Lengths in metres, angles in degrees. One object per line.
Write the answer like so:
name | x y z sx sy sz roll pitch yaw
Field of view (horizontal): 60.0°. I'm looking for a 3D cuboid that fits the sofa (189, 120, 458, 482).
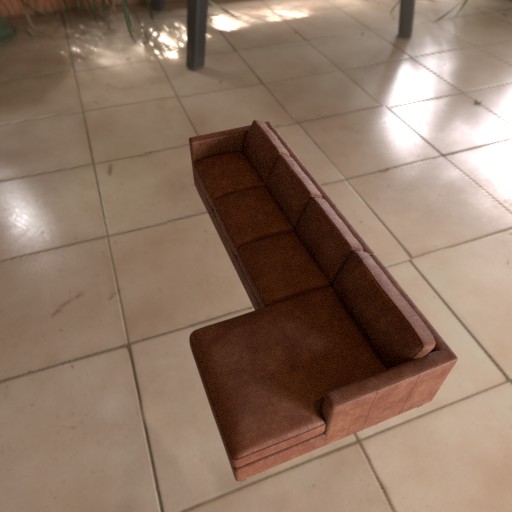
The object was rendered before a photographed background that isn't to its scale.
sofa | 0.000 0.000 3.906 1.581 0.883 3.203 -16 49 -15
